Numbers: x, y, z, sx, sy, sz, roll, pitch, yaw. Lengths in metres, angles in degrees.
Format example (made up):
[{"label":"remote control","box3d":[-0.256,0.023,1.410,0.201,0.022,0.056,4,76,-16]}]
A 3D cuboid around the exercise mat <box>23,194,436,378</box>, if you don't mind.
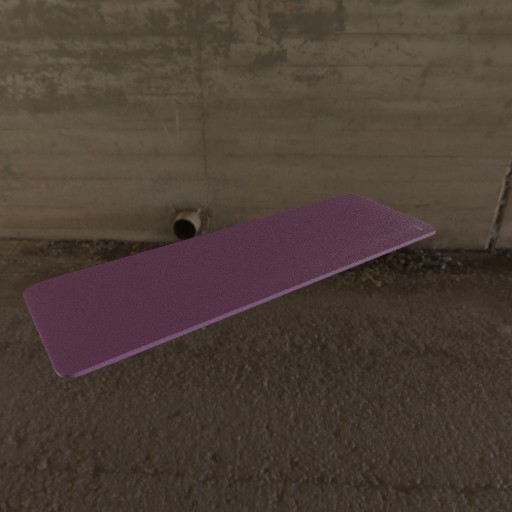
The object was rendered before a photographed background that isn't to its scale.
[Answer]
[{"label":"exercise mat","box3d":[0.000,0.000,2.019,1.869,0.021,0.616,-18,34,-29]}]
